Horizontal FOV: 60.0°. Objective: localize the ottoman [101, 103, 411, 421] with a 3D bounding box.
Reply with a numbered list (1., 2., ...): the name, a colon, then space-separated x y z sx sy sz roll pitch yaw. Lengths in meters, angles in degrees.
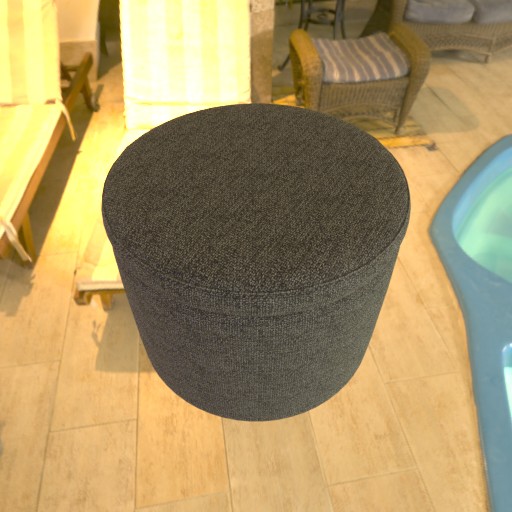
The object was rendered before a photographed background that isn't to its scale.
1. ottoman: 0.000 0.000 0.890 0.520 0.430 0.520 0 46 0
